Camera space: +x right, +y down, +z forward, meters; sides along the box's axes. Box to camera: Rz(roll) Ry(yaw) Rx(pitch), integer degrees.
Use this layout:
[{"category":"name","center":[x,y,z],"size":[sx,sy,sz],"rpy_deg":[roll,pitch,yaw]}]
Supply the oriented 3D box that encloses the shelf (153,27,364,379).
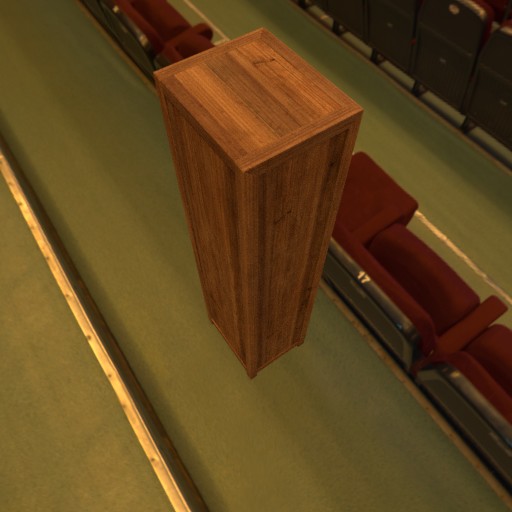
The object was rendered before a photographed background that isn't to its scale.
[{"category":"shelf","center":[0.000,0.000,2.133],"size":[0.428,1.900,0.500],"rpy_deg":[-31,63,-17]}]
